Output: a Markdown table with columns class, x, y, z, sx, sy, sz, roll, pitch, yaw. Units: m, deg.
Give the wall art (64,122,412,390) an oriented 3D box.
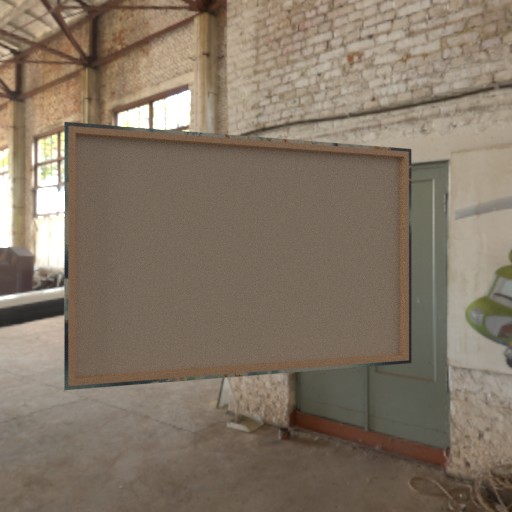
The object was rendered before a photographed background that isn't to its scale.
| class | x | y | z | sx | sy | sz | roll | pitch | yaw |
| --- | --- | --- | --- | --- | --- | --- | --- | --- | --- |
| wall art | 0.000 | 0.000 | 1.428 | 1.138 | 0.759 | 0.035 | 0 | 0 | -16 |
